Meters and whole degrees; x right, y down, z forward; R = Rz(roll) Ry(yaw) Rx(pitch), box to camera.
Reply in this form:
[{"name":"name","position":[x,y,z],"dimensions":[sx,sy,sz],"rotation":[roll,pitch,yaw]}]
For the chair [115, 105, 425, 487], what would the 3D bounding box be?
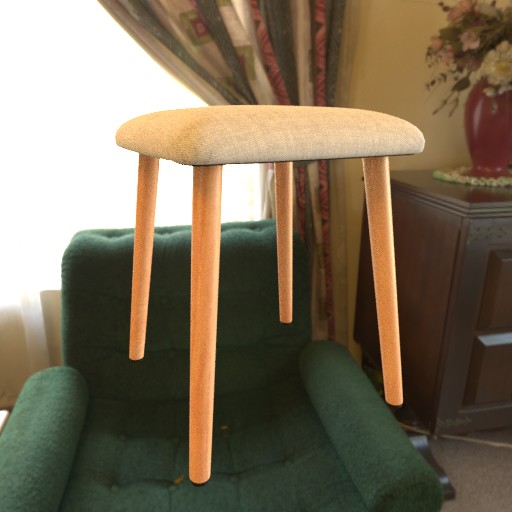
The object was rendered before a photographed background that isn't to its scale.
[{"name":"chair","position":[0.000,0.000,0.684],"dimensions":[0.350,0.440,0.350],"rotation":[-9,20,-27]}]
